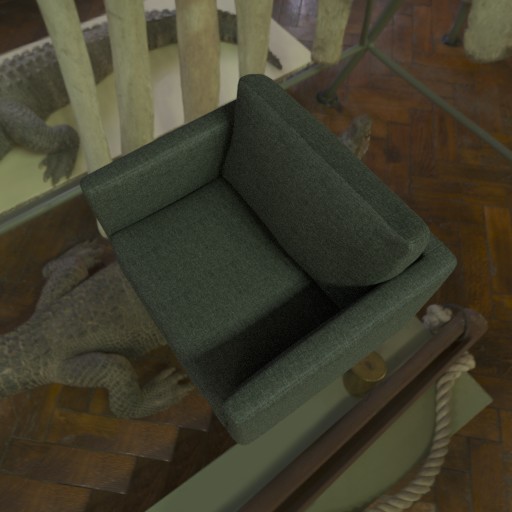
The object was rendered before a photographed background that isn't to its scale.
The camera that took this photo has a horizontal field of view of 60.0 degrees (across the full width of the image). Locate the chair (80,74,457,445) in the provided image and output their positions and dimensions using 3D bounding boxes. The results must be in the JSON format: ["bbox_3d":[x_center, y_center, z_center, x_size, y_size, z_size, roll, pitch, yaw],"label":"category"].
[{"bbox_3d":[0.000,0.000,1.815,0.959,0.963,1.107,-32,66,-16],"label":"chair"}]
